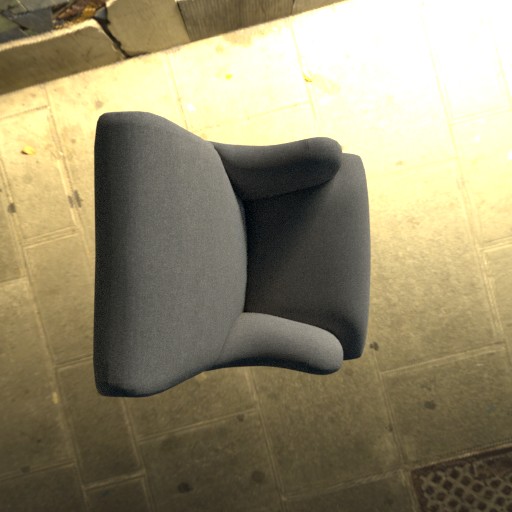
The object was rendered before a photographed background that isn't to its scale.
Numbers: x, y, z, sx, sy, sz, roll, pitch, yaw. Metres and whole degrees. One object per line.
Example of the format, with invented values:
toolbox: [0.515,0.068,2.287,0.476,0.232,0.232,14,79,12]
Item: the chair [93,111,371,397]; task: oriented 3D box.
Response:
chair: [0.000,0.000,1.541,0.843,0.942,0.766,0,89,0]
